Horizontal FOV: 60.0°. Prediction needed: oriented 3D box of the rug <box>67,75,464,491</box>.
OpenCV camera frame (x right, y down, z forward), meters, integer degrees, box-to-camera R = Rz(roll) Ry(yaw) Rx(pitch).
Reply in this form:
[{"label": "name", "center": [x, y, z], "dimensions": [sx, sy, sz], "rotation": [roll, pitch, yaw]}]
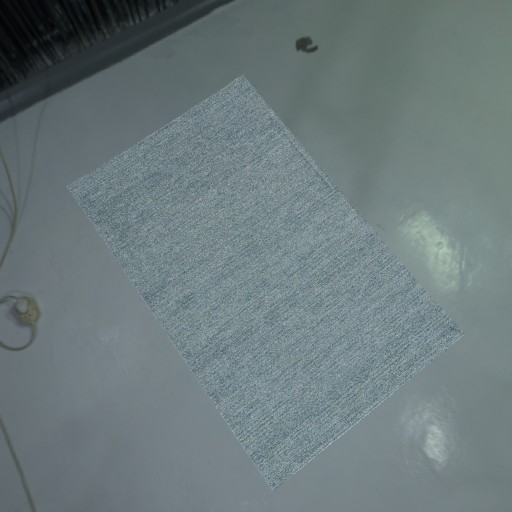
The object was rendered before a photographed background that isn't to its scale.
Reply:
[{"label": "rug", "center": [0.000, 0.000, 2.268], "dimensions": [1.174, 0.022, 1.853], "rotation": [-35, 77, -9]}]
